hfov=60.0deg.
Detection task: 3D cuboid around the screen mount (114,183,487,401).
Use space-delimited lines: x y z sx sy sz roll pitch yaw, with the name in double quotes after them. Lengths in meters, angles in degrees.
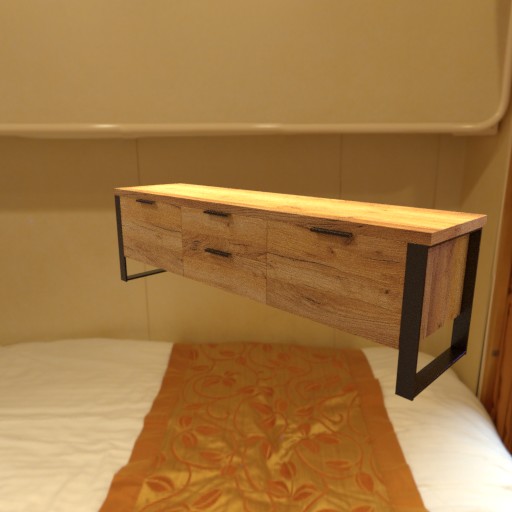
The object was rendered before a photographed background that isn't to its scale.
0.000 0.000 1.743 1.524 0.450 0.395 14 20 43 "screen mount"
